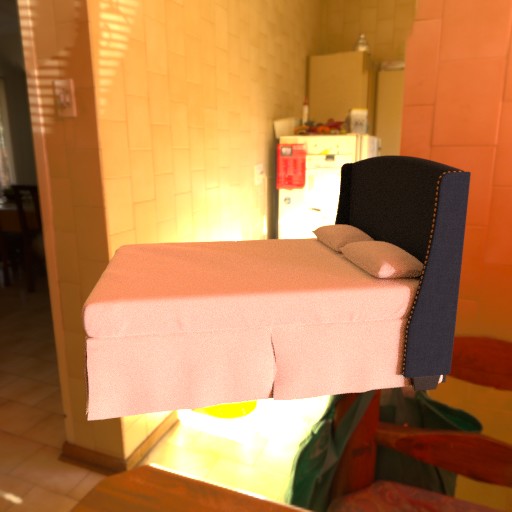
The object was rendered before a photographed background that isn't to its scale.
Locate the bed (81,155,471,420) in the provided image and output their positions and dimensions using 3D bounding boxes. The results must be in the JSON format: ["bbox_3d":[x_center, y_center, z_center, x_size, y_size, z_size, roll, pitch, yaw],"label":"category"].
[{"bbox_3d":[0.000,0.000,3.182,2.223,1.402,1.604,-2,14,-9],"label":"bed"}]
